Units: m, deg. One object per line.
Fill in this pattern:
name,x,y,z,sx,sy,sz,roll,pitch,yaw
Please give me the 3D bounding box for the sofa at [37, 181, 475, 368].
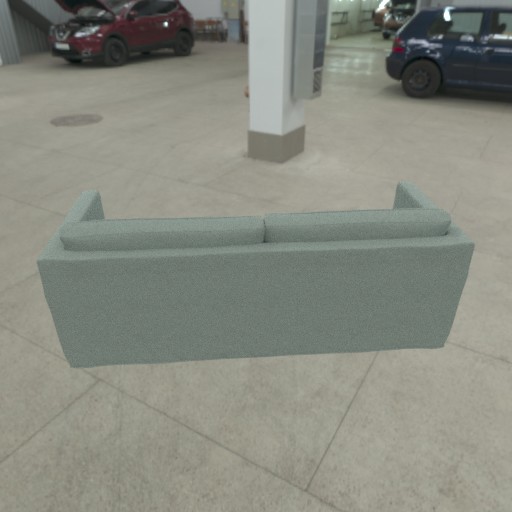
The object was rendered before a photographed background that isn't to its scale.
sofa,0.000,0.000,2.822,2.312,0.853,0.962,-2,31,-4
